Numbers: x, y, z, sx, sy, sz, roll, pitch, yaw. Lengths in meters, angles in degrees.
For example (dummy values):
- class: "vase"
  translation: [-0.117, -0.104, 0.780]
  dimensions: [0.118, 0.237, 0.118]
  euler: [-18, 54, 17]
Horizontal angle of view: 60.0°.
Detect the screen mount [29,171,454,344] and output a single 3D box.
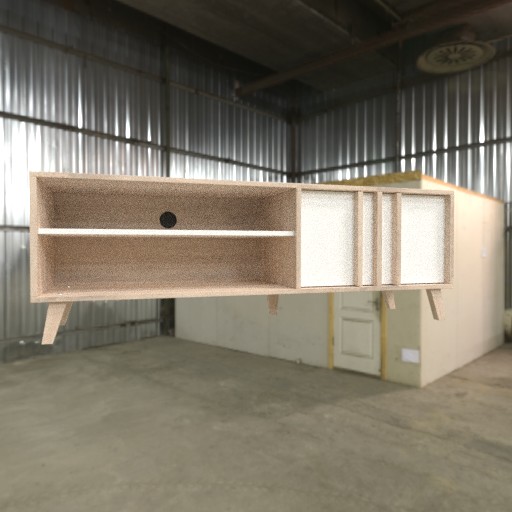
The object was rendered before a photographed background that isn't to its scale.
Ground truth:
- class: "screen mount"
  translation: [0.000, 0.000, 1.701]
  dimensions: [1.500, 0.510, 0.400]
  euler: [0, 1, -18]
